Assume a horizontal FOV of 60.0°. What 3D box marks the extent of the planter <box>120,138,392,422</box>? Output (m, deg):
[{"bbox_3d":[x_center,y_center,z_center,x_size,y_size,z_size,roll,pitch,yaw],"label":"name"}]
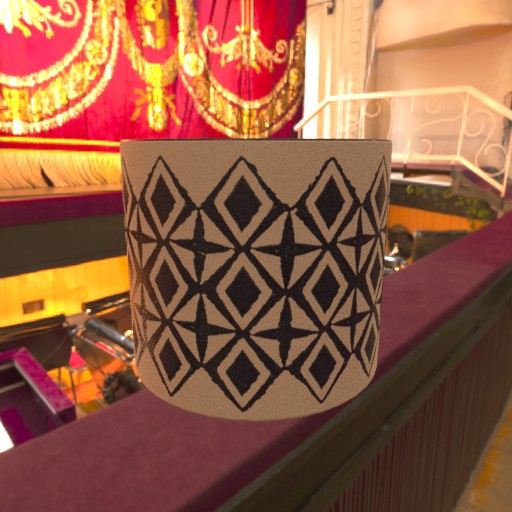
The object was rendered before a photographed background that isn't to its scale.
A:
[{"bbox_3d":[0.000,0.000,0.285,0.159,0.144,0.159,0,14,0],"label":"planter"}]
